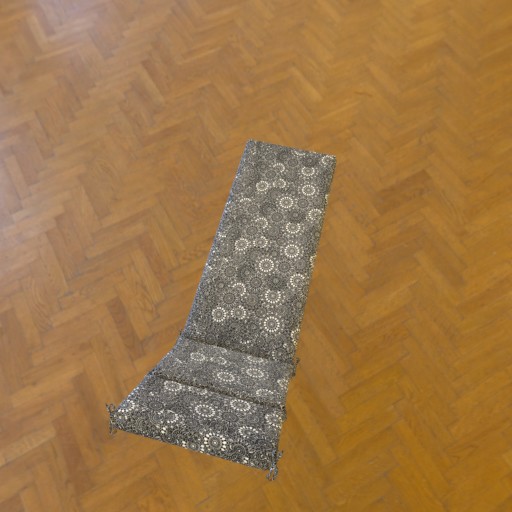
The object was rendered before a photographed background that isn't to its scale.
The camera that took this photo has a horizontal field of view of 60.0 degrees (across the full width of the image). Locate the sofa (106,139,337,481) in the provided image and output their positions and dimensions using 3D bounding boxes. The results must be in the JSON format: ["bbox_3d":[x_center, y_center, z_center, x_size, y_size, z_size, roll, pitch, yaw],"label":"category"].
[{"bbox_3d":[0.000,0.000,1.927,0.582,0.622,1.663,13,65,6],"label":"sofa"}]
